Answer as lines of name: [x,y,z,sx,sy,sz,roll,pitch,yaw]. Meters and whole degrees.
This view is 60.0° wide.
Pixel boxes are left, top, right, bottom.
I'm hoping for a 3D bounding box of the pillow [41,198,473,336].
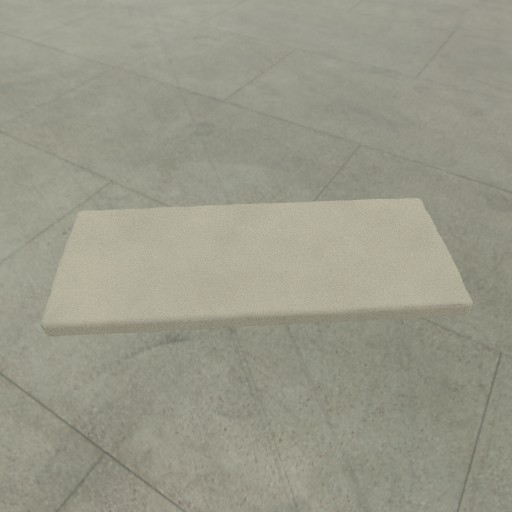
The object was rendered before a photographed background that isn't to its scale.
pillow: [0.000,0.000,1.344,1.187,0.081,0.492,-3,47,-2]
